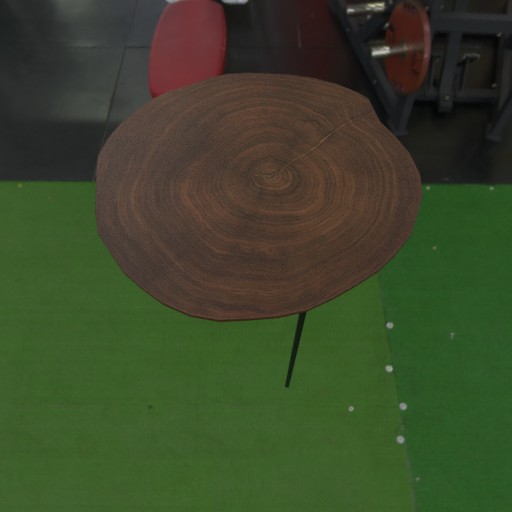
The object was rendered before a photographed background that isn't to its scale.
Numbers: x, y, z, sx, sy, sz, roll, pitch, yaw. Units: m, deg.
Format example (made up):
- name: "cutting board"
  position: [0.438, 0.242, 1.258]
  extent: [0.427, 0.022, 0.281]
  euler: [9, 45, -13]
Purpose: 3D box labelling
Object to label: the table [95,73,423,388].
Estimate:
- name: "table"
  position: [0.000, 0.000, 0.870]
  extent: [0.494, 0.476, 0.477]
  euler: [2, 59, 1]
